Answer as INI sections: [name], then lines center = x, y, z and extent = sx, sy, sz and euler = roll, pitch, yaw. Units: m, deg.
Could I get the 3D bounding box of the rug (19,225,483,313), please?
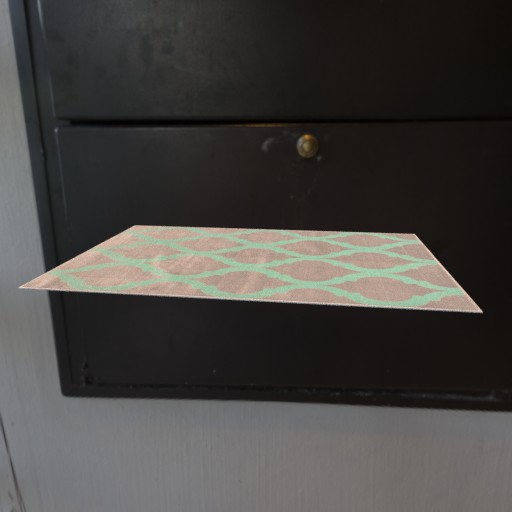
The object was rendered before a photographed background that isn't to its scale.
[rug]
center = 0.000, 0.000, 2.881
extent = 2.286, 0.006, 1.524
euler = 2, 16, 8
